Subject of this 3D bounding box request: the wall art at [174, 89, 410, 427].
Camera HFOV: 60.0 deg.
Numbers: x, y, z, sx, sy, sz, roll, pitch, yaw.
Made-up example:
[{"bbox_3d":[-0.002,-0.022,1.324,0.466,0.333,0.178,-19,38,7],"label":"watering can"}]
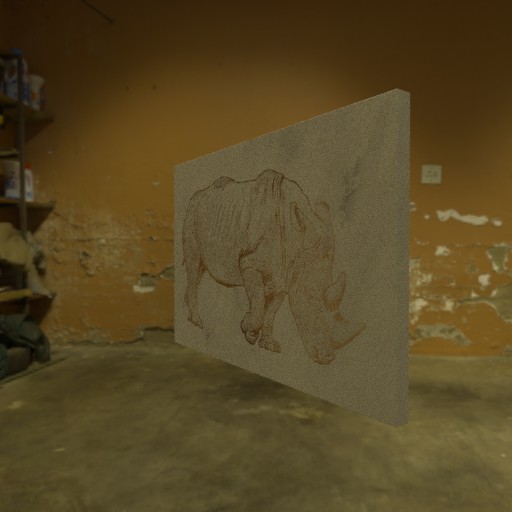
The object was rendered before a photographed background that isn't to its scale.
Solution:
[{"bbox_3d":[0.000,0.000,1.179,0.038,0.610,0.915,-1,1,-36],"label":"wall art"}]
